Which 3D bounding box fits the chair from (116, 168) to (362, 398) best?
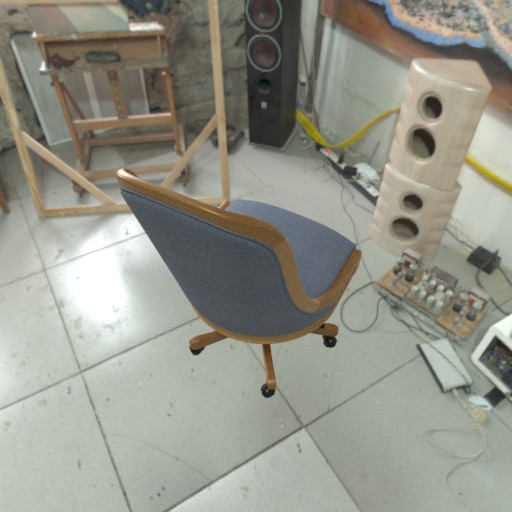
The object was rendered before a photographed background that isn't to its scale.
[{"bbox_3d":[0.000,0.000,1.483,0.605,1.031,0.735,23,51,20],"label":"chair"}]
